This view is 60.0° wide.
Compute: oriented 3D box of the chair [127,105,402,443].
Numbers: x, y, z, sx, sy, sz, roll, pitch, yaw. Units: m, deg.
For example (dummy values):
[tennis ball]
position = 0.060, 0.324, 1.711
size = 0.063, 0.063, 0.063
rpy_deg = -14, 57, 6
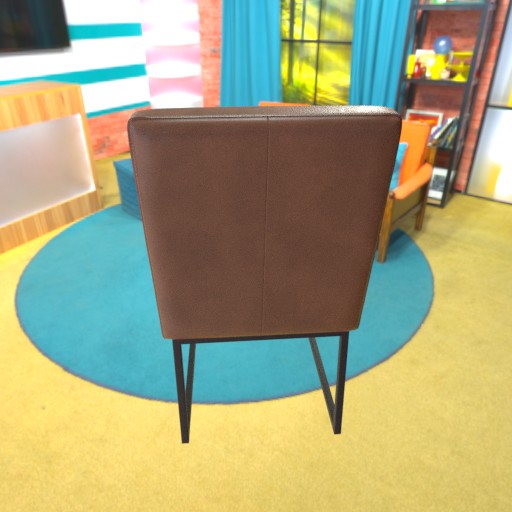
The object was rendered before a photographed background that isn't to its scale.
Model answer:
[chair]
position = 0.000, 0.000, 1.281
size = 0.520, 0.930, 0.634
rpy_deg = -2, 29, -4
